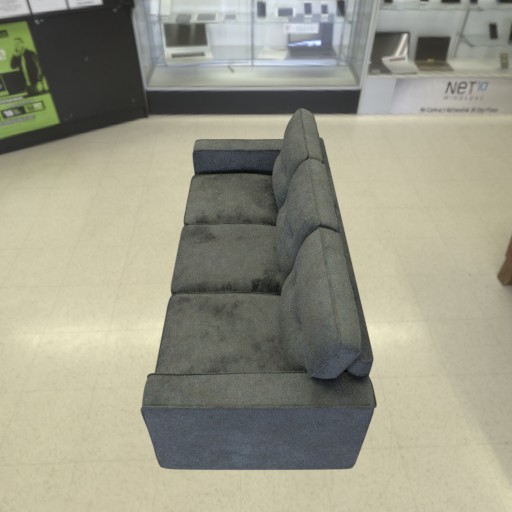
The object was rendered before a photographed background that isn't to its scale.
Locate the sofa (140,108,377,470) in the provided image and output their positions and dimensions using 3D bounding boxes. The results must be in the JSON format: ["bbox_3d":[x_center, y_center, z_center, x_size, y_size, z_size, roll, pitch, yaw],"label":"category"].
[{"bbox_3d":[0.000,0.000,2.581,0.939,0.965,2.133,0,43,0],"label":"sofa"}]
